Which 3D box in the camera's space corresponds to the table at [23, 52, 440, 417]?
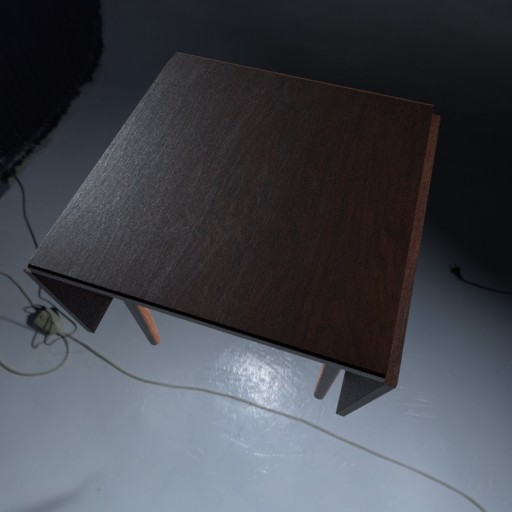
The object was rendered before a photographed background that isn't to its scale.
[{"bbox_3d":[0.000,0.000,1.427,0.843,0.763,0.812,16,60,9],"label":"table"}]
